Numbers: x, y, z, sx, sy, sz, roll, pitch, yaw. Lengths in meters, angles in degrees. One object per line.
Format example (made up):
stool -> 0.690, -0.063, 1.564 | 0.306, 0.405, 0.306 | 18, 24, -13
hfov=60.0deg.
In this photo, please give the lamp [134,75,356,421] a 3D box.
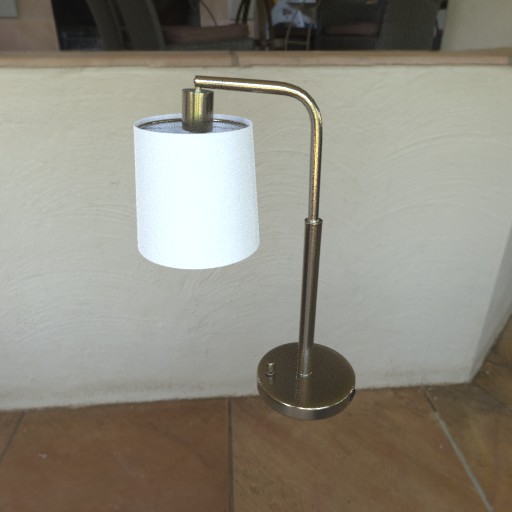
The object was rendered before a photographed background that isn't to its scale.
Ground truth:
lamp -> 0.000, 0.000, 0.645 | 0.333, 0.489, 0.171 | 0, 26, -1
